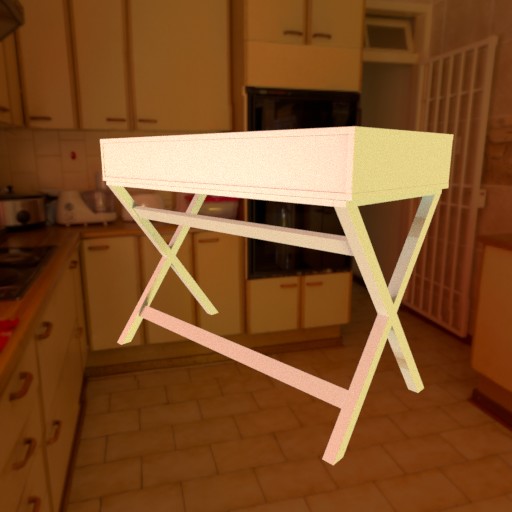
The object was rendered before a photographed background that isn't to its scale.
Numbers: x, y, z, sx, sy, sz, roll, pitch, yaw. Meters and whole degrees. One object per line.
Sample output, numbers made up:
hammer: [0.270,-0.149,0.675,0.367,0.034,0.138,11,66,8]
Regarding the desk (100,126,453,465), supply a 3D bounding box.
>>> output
desk: [0.000,0.000,1.505,1.057,0.780,0.525,12,18,43]
